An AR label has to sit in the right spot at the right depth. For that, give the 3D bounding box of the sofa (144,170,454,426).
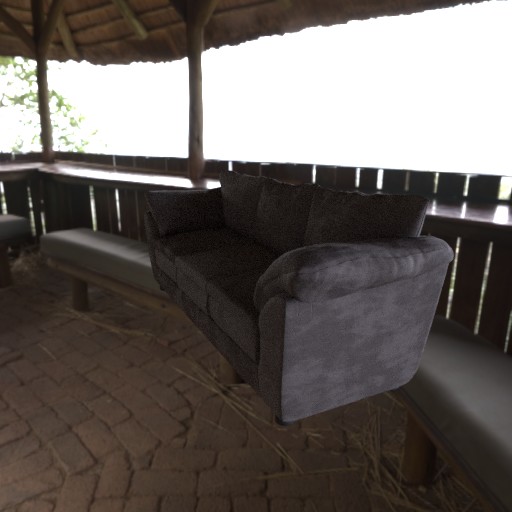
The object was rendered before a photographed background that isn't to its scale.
[{"bbox_3d":[0.000,0.000,2.796,0.893,0.981,2.377,-8,17,-26],"label":"sofa"}]
